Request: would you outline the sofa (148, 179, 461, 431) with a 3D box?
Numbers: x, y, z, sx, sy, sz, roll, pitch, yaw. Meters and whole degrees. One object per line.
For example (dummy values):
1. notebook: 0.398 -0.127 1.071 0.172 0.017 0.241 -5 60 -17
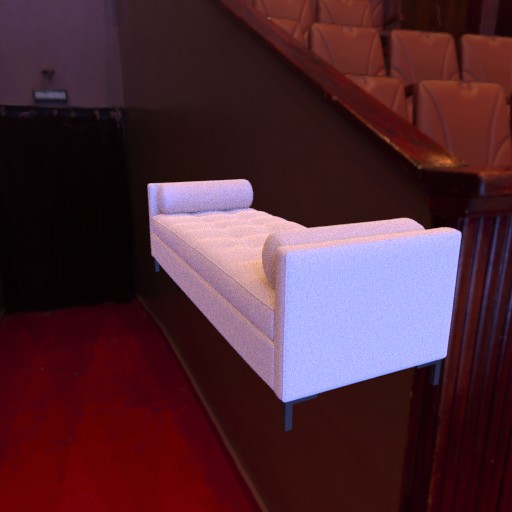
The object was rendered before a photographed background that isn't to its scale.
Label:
1. sofa: 0.000 0.000 2.379 0.746 0.641 1.985 -7 17 -24
